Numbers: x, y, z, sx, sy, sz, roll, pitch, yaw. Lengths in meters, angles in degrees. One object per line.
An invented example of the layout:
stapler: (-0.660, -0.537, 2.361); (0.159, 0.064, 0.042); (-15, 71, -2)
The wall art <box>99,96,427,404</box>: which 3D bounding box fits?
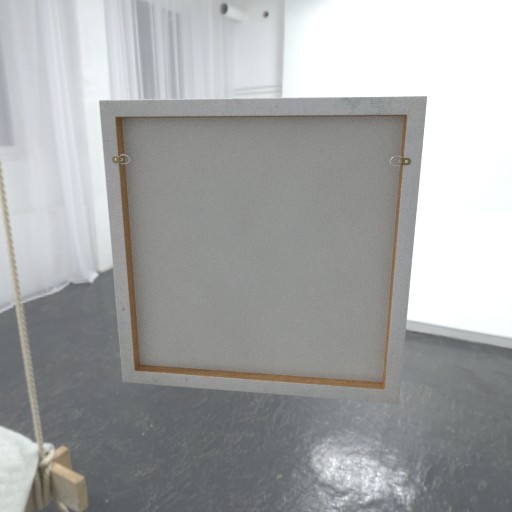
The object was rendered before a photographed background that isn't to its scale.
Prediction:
wall art: (0.000, 0.000, 0.911); (0.612, 0.612, 0.040); (2, 15, 8)
